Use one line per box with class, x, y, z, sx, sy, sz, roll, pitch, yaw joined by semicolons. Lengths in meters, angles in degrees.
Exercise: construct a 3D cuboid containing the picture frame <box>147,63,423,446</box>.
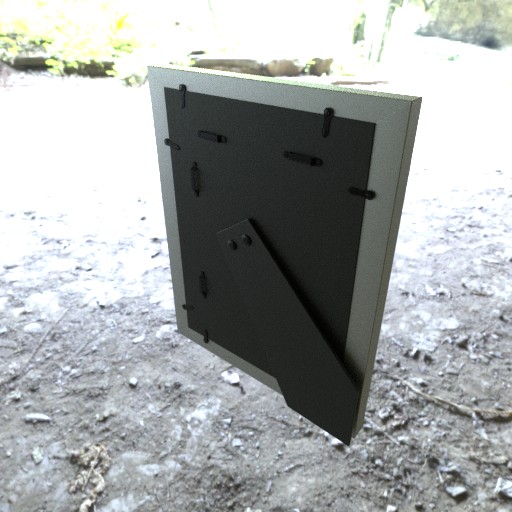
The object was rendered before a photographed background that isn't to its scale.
picture frame;0.000;0.000;0.514;0.307;0.386;0.036;22;37;33
